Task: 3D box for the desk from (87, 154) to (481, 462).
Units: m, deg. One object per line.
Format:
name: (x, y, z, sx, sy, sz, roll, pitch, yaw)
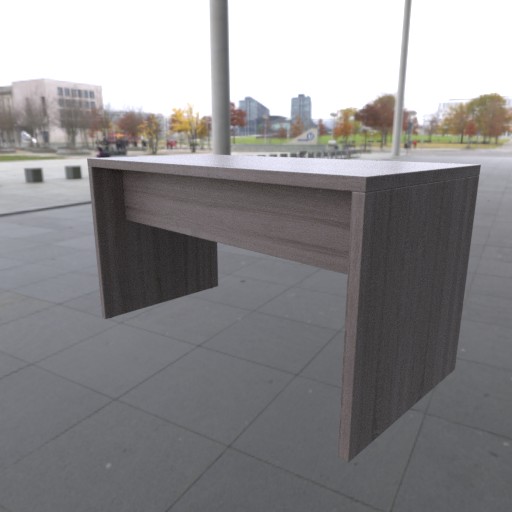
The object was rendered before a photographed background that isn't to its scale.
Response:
desk: (0.000, 0.000, 1.774, 0.690, 0.745, 1.380, -14, 20, -43)
